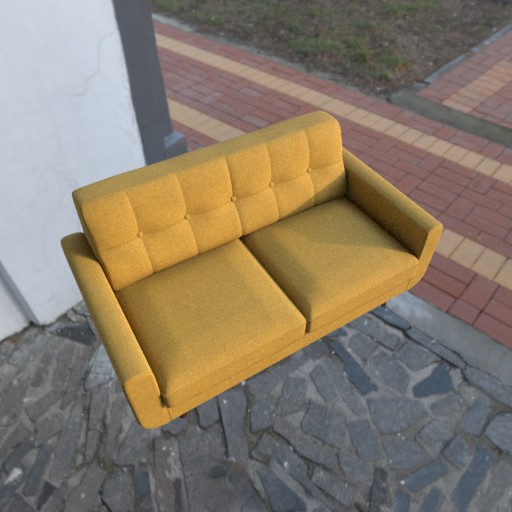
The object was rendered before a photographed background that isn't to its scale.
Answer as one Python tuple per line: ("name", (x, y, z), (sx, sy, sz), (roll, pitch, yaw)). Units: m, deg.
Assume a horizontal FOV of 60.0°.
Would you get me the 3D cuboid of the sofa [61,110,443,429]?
("sofa", (0.000, 0.000, 2.216), (1.631, 0.841, 0.909), (-24, 51, -21))
